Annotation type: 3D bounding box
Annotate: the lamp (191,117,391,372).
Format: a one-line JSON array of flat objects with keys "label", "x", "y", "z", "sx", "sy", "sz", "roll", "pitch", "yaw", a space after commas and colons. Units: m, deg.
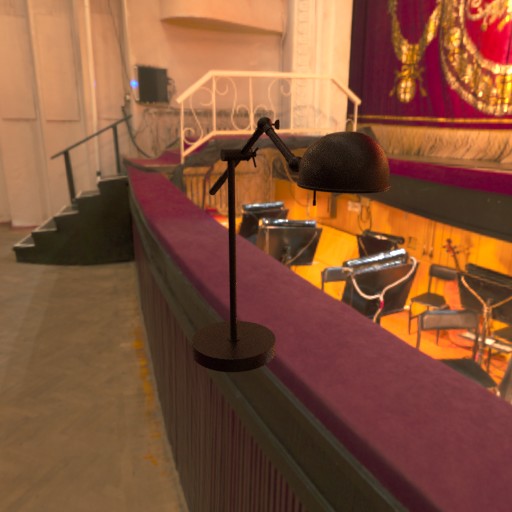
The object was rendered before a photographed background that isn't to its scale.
[{"label": "lamp", "x": 0.000, "y": 0.000, "z": 0.825, "sx": 0.185, "sy": 0.495, "sz": 0.567, "roll": -8, "pitch": 18, "yaw": -25}]
